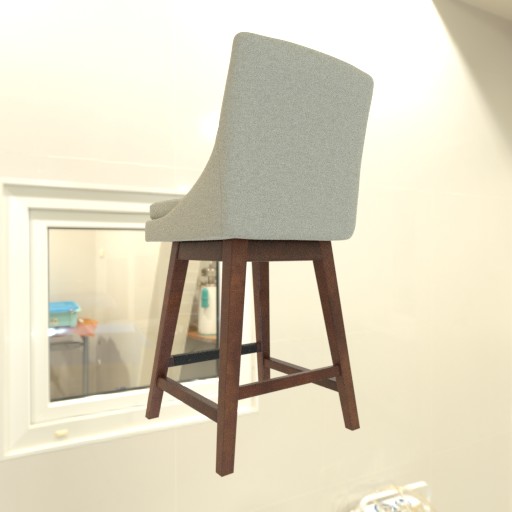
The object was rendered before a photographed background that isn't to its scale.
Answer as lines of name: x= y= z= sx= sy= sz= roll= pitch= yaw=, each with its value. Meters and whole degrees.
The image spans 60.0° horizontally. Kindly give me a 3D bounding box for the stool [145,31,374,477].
stool: x=0.000 y=0.000 z=1.286 sx=0.469 sy=0.991 sz=0.559 roll=-1 pitch=1 yaw=-36
